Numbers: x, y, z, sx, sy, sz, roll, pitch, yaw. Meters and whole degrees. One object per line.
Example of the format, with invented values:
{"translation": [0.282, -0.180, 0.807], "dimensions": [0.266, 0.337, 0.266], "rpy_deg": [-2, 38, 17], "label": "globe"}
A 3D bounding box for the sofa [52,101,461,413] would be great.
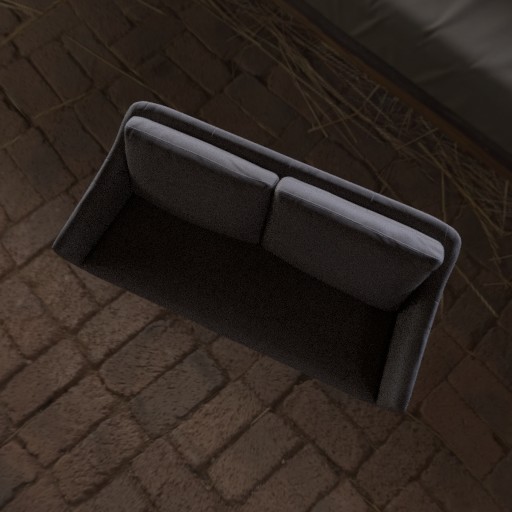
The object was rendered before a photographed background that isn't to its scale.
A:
{"translation": [0.000, 0.000, 2.527], "dimensions": [2.036, 0.902, 0.960], "rpy_deg": [24, 76, 6], "label": "sofa"}
